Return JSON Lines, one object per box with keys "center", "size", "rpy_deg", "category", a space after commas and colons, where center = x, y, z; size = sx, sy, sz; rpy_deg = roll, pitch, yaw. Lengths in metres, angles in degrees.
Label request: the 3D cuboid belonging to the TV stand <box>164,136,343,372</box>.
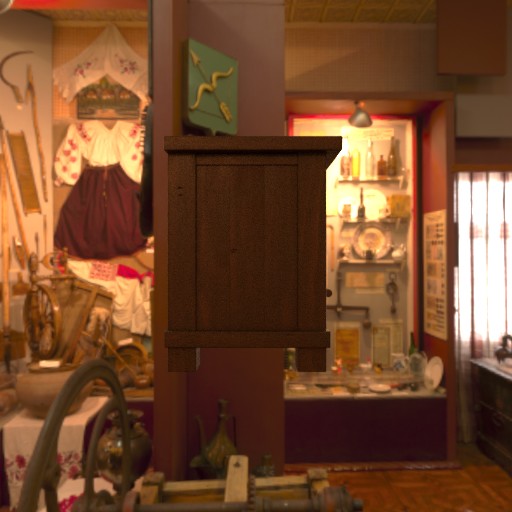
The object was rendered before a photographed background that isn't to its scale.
{"center": [0.000, 0.000, 2.068], "size": [0.471, 0.615, 1.866], "rpy_deg": [0, 0, 0], "category": "TV stand"}
